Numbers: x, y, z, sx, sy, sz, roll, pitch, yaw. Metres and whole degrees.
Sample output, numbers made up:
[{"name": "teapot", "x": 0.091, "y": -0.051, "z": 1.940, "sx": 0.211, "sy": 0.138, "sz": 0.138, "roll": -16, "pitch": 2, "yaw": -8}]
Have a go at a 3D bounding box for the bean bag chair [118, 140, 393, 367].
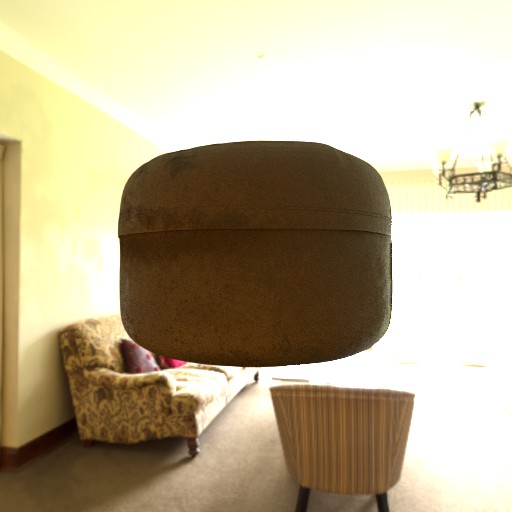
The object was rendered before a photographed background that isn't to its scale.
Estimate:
[{"name": "bean bag chair", "x": 0.000, "y": 0.000, "z": 1.526, "sx": 0.918, "sy": 0.605, "sz": 0.918, "roll": 0, "pitch": -1, "yaw": 0}]
